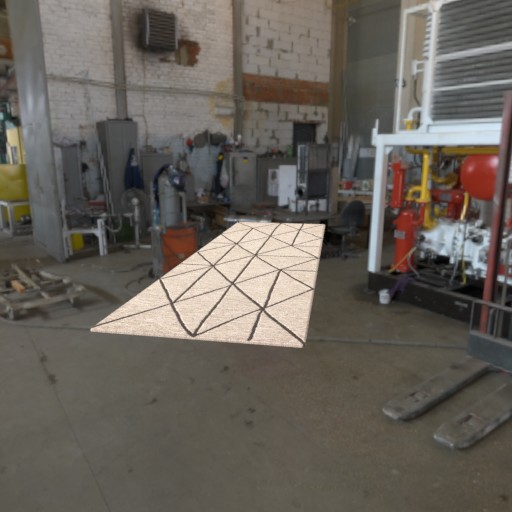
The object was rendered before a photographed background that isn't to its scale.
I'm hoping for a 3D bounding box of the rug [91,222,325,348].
[{"bbox_3d":[0.000,0.000,2.677,0.762,0.012,2.438,2,14,10],"label":"rug"}]
